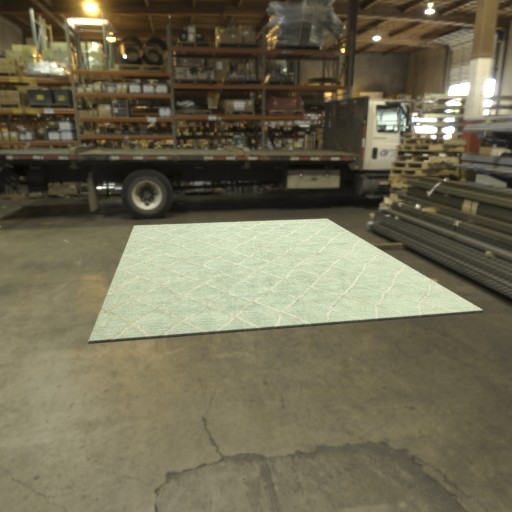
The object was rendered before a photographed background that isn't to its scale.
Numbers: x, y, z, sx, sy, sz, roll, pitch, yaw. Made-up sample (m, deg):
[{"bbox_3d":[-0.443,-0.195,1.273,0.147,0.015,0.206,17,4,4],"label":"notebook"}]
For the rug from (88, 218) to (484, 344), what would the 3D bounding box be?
[{"bbox_3d":[0.000,0.000,4.068,2.420,0.019,3.039,-3,16,-10],"label":"rug"}]
